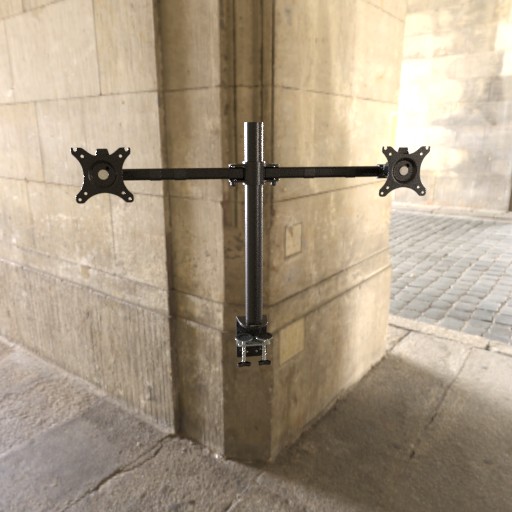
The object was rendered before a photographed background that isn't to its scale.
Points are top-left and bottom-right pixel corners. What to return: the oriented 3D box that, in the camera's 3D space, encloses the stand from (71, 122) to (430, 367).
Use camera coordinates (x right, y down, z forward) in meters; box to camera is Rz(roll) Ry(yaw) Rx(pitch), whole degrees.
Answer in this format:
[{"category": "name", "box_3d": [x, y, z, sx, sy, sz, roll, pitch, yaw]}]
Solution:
[{"category": "stand", "box_3d": [0.000, 0.000, 1.041, 0.743, 0.603, 0.150, -2, 15, -9]}]
